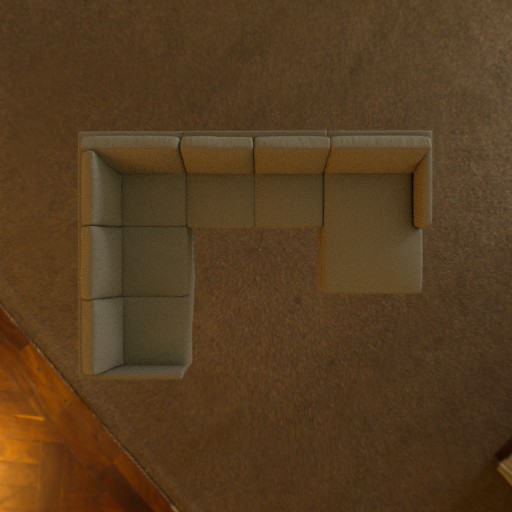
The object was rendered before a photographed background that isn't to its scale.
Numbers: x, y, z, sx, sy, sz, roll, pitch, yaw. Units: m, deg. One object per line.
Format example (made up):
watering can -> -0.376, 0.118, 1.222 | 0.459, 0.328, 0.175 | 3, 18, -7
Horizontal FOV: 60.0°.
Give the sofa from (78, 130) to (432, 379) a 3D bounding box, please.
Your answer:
sofa -> 0.000, 0.000, 4.539 | 3.460, 0.882, 2.427 | 0, 91, 1
